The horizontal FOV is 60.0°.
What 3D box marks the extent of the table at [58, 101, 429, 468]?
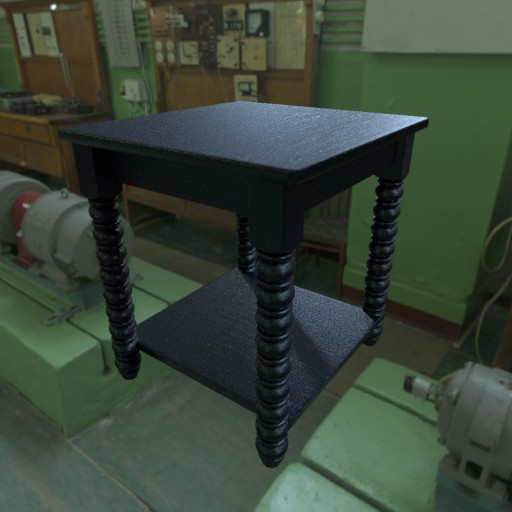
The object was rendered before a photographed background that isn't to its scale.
[{"bbox_3d":[0.000,0.000,0.973,0.500,0.567,0.533,17,31,32],"label":"table"}]
